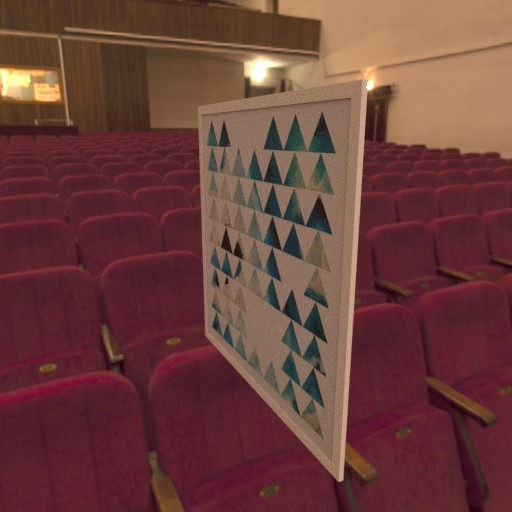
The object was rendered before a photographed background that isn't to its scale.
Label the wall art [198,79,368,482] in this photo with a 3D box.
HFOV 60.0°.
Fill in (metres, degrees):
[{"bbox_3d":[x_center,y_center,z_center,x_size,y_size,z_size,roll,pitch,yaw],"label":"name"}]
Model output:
[{"bbox_3d":[0.000,0.000,1.197,0.012,0.809,0.809,-8,17,-26],"label":"wall art"}]
